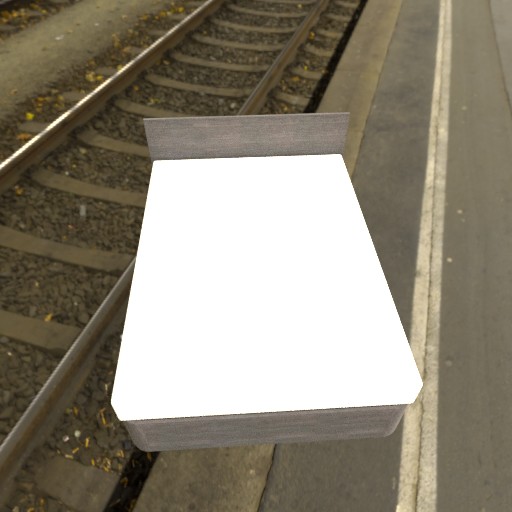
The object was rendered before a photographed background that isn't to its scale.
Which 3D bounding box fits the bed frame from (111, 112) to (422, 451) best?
[{"bbox_3d":[0.000,0.000,2.632,1.400,0.800,1.900,-3,45,-2],"label":"bed frame"}]
